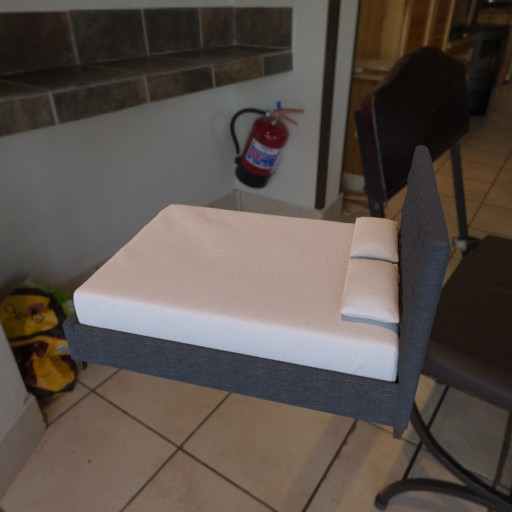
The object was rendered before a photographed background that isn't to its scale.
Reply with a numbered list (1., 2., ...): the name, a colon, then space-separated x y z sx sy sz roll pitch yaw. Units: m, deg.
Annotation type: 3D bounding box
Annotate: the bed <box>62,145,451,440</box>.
1. bed: 0.000 0.000 3.395 2.387 1.427 1.698 8 31 13
